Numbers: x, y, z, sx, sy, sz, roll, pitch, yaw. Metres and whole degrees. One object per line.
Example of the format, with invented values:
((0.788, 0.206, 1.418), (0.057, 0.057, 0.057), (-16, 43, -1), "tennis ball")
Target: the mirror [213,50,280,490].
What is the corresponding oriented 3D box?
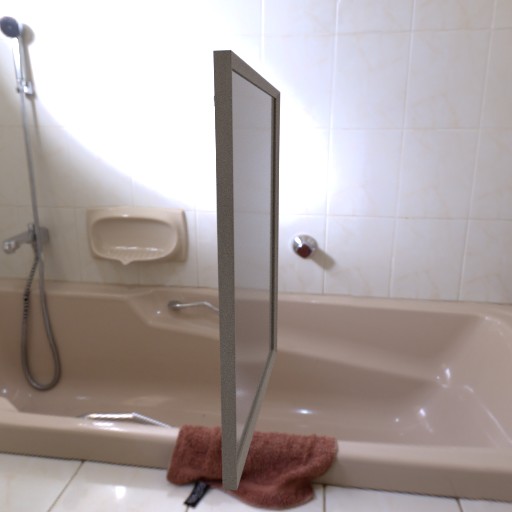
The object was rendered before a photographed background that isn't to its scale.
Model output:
((0.000, 0.000, 1.347), (0.041, 1.016, 0.762), (3, 15, 10), "mirror")
